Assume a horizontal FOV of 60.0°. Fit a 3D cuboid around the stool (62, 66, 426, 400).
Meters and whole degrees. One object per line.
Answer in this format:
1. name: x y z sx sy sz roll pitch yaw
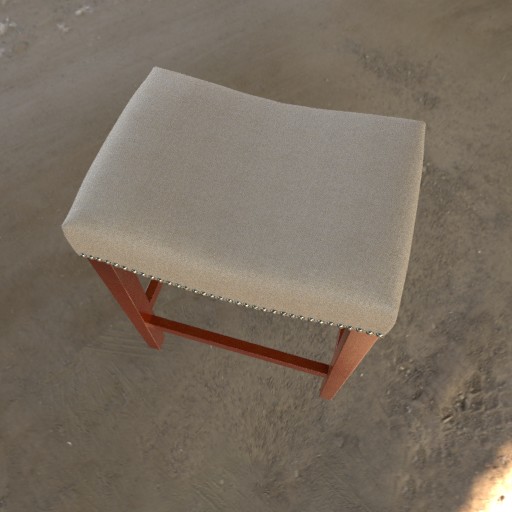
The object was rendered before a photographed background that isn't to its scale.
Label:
1. stool: 0.000 0.000 0.952 0.509 0.632 0.375 14 63 7
